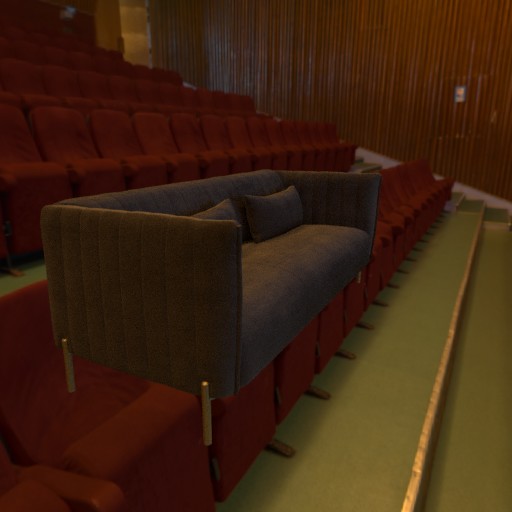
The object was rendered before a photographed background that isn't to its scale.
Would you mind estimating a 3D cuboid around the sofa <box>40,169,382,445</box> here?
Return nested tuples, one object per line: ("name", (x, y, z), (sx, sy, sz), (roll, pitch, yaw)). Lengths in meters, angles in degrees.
("sofa", (0.000, 0.000, 2.373), (0.876, 0.780, 1.980), (8, 17, 27))
